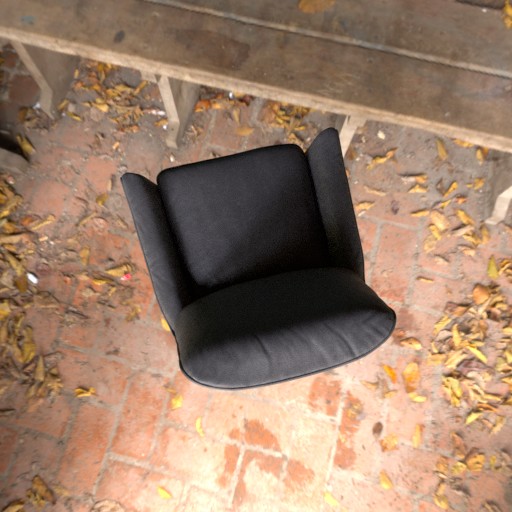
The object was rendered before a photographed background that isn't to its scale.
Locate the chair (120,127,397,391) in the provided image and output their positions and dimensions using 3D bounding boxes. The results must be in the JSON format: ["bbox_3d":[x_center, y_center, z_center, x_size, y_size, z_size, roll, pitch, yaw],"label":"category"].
[{"bbox_3d":[0.000,0.000,1.500,0.787,0.888,0.822,-13,75,-4],"label":"chair"}]
